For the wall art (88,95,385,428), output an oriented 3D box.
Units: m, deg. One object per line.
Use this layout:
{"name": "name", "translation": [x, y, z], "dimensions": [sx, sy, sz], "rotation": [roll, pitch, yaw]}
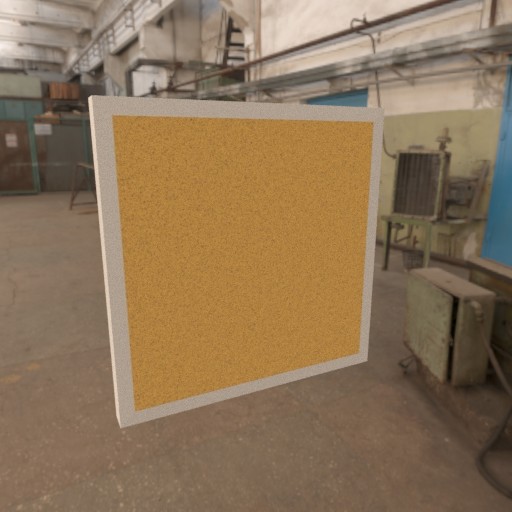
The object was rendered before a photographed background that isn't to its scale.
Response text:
{"name": "wall art", "translation": [0.000, 0.000, 1.978], "dimensions": [1.289, 1.291, 0.098], "rotation": [-7, 16, -26]}
